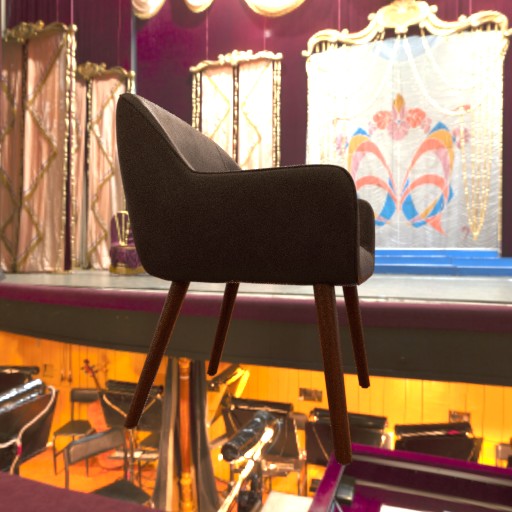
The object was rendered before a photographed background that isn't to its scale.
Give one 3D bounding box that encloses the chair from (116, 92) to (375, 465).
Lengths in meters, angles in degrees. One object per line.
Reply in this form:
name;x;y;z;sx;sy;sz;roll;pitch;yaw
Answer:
chair;0.000;0.000;1.223;0.610;0.828;0.610;0;0;18
